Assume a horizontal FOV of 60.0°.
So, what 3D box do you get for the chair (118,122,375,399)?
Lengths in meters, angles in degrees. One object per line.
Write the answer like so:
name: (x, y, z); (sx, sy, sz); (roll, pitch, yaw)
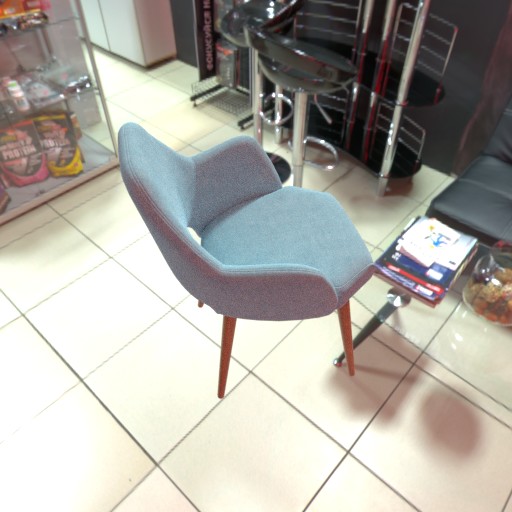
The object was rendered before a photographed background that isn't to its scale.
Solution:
chair: (0.000, 0.000, 1.293); (0.610, 0.840, 0.590); (-11, 48, -10)
